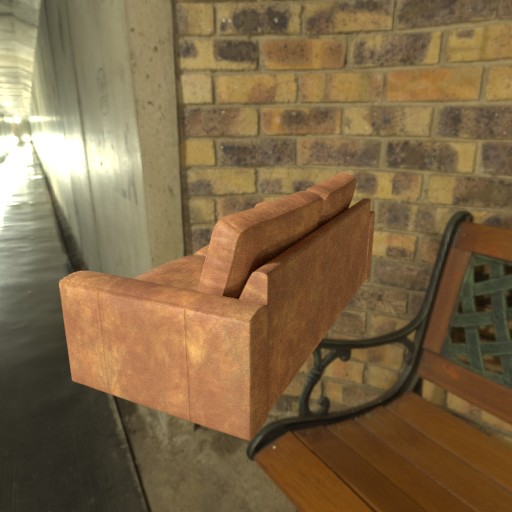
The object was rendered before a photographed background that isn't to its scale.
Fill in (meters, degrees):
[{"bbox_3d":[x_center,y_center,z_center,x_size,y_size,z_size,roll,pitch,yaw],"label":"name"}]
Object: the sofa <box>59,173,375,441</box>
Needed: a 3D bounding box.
[{"bbox_3d":[0.000,0.000,2.766,1.016,0.873,2.179,8,19,25],"label":"sofa"}]
